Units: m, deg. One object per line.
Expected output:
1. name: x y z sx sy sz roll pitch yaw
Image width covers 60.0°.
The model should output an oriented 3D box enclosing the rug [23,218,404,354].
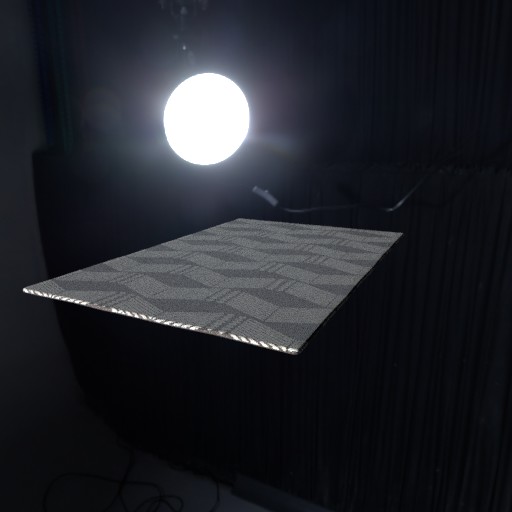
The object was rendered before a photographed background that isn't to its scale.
1. rug: 0.000 0.000 2.325 1.210 0.016 1.833 7 17 26
